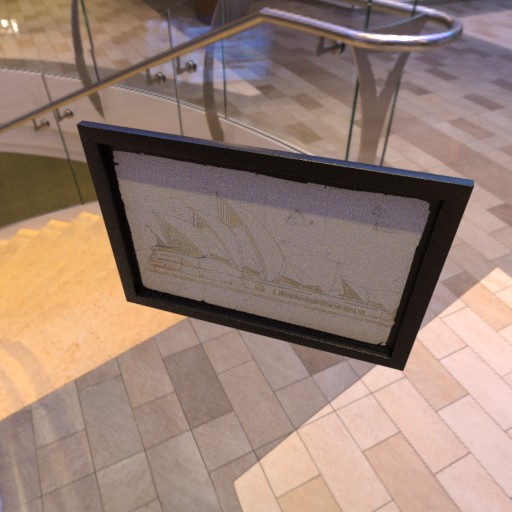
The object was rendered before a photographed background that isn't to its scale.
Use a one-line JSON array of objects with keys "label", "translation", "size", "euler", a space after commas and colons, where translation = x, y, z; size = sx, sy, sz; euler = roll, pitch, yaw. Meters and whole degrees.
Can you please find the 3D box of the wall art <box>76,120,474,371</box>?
[{"label": "wall art", "translation": [0.000, 0.000, 0.578], "size": [0.440, 0.306, 0.013], "euler": [12, 43, 13]}]
